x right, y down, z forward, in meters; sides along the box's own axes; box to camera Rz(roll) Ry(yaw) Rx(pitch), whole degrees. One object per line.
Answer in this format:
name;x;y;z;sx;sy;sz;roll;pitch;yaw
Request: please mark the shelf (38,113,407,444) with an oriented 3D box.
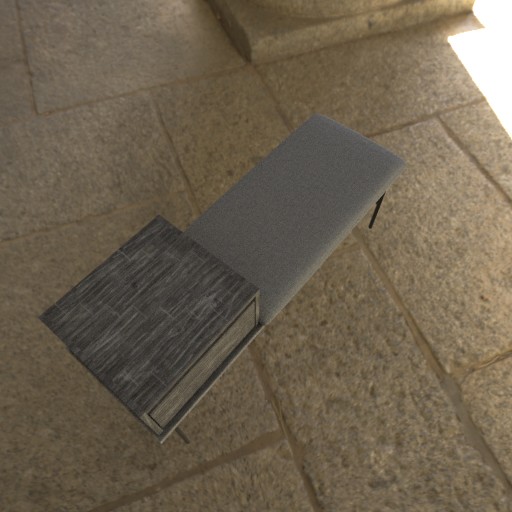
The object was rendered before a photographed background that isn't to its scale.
shelf;0.000;0.000;1.635;0.457;0.633;1.342;36;65;19
